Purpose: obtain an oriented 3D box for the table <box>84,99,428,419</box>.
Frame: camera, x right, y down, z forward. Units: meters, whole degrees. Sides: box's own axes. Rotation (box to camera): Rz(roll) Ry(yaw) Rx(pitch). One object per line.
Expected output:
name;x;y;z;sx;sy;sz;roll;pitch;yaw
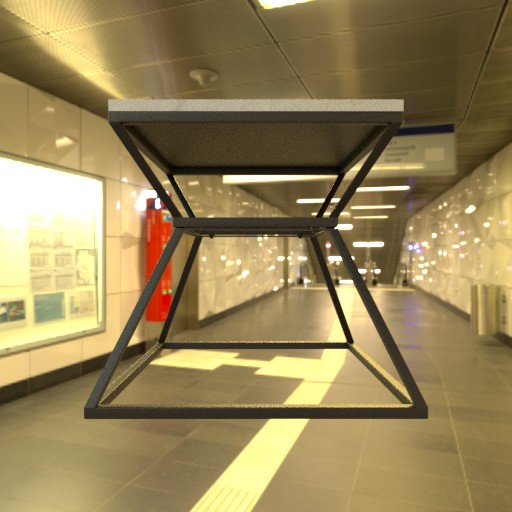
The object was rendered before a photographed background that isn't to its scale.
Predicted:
table;0.000;0.000;0.811;0.455;0.431;0.455;0;0;0
